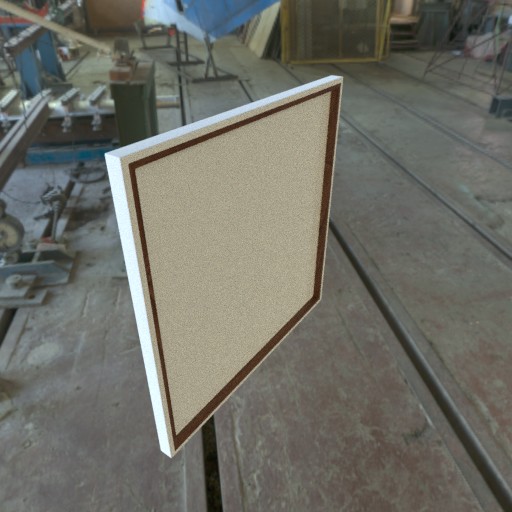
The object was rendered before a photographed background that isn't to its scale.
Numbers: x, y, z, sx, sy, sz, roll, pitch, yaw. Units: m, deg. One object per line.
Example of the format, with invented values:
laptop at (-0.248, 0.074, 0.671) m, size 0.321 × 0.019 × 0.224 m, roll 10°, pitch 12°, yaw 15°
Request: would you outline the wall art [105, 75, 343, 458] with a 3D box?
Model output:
wall art at (0.000, 0.000, 1.137) m, size 0.037 × 0.757 × 0.757 m, roll 21°, pitch 38°, yaw 29°
